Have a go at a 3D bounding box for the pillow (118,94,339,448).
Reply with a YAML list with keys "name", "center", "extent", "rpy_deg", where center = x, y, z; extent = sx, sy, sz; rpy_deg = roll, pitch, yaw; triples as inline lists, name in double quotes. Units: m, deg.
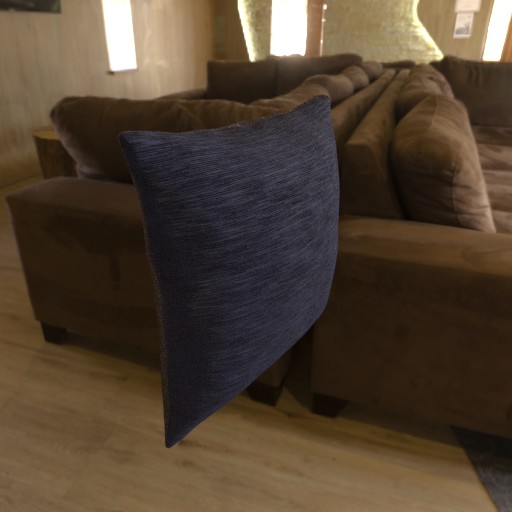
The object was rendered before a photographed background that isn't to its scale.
- name: "pillow"
  center: [0.000, 0.000, 0.685]
  extent: [0.204, 0.439, 0.452]
  rpy_deg: [17, 31, 31]
